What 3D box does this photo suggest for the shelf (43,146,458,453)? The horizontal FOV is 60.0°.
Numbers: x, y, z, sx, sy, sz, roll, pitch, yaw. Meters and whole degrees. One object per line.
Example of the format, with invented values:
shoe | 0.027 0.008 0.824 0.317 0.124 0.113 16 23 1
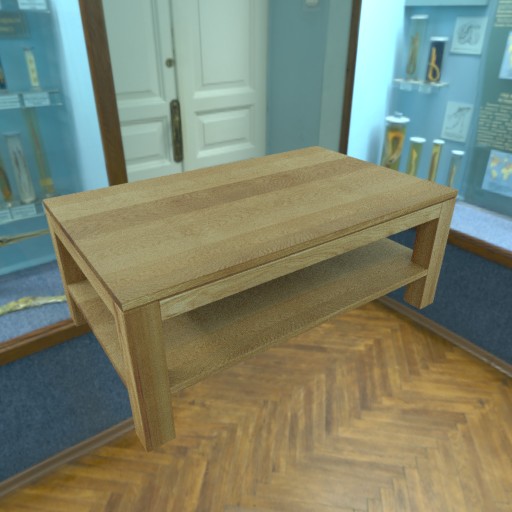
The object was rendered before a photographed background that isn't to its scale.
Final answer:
shelf | 0.000 0.000 1.538 1.150 0.450 0.700 -18 33 -30
